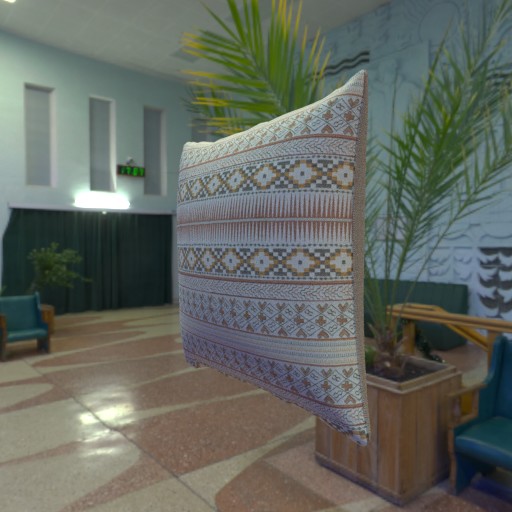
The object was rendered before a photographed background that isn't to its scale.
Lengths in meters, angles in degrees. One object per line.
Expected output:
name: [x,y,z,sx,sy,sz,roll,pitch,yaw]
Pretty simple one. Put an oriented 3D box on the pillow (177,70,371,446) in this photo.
pillow: [0.000,0.000,0.812,0.215,0.519,0.521,-1,2,-37]
